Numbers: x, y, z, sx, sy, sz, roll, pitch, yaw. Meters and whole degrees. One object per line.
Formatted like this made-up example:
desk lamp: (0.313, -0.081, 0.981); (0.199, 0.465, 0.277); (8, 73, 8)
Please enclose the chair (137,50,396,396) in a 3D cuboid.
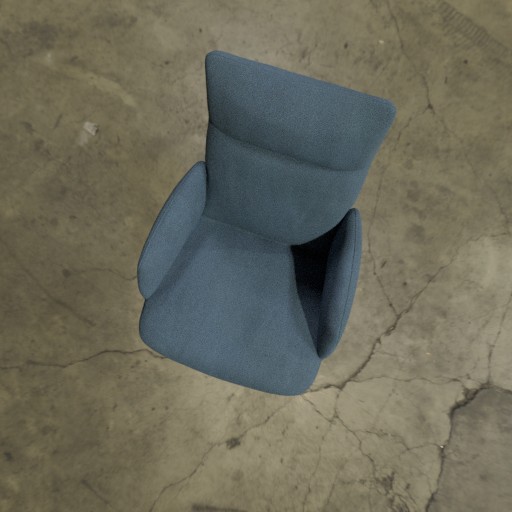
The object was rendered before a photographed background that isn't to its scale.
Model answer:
chair: (0.000, 0.000, 1.579); (0.711, 1.016, 0.889); (18, 76, 5)
